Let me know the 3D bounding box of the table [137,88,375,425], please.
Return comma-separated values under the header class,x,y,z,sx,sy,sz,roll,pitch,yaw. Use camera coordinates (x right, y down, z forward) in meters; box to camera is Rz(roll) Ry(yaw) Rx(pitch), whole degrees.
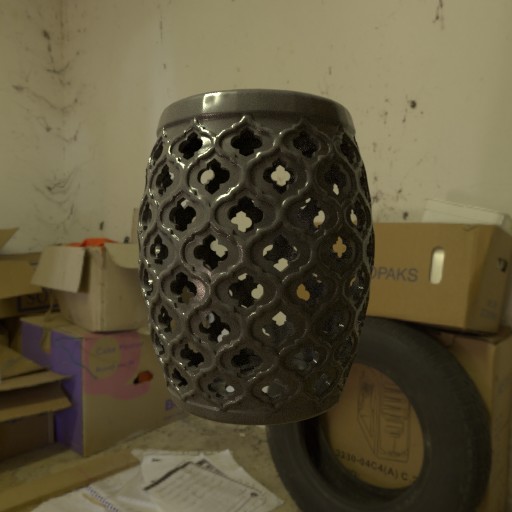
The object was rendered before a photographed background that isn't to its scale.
class,x,y,z,sx,sy,sz,roll,pitch,yaw
table,0.000,0.000,0.629,0.325,0.388,0.325,0,3,0
